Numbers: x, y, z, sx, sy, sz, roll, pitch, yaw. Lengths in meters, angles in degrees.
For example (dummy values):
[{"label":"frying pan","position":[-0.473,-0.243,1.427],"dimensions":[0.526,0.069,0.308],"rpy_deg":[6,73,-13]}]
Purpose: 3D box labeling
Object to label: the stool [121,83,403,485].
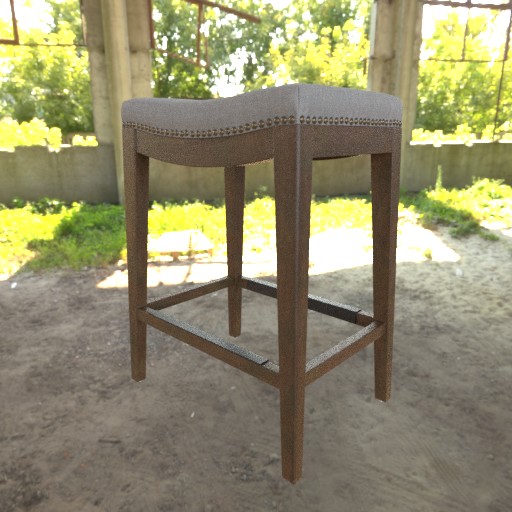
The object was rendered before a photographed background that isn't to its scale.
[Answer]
[{"label":"stool","position":[0.000,0.000,0.965],"dimensions":[0.508,0.660,0.356],"rpy_deg":[14,21,41]}]
